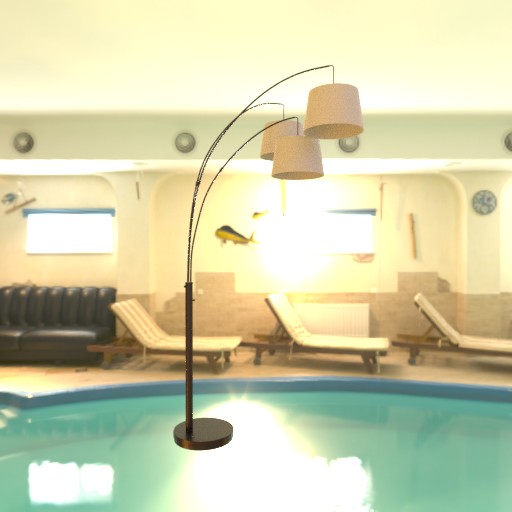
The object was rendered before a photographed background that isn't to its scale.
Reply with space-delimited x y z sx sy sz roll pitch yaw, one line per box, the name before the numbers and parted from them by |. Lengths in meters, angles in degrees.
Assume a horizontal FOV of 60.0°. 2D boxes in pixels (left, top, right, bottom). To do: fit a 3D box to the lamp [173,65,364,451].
lamp | 0.000 0.000 2.480 0.924 1.950 0.951 0 1 -18
